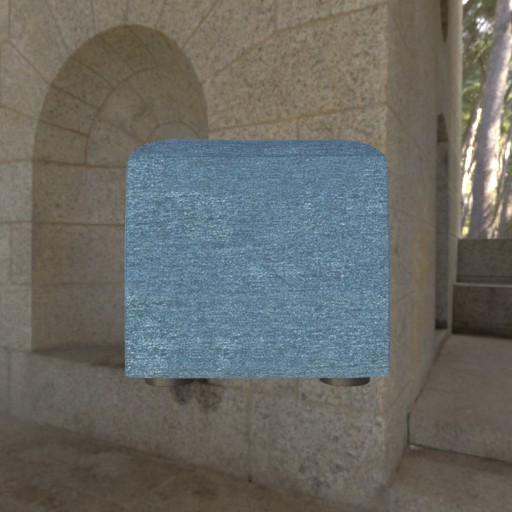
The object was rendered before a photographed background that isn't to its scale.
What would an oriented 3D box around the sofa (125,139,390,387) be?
[{"bbox_3d":[0.000,0.000,1.228,0.480,0.470,0.930,0,0,0],"label":"sofa"}]
